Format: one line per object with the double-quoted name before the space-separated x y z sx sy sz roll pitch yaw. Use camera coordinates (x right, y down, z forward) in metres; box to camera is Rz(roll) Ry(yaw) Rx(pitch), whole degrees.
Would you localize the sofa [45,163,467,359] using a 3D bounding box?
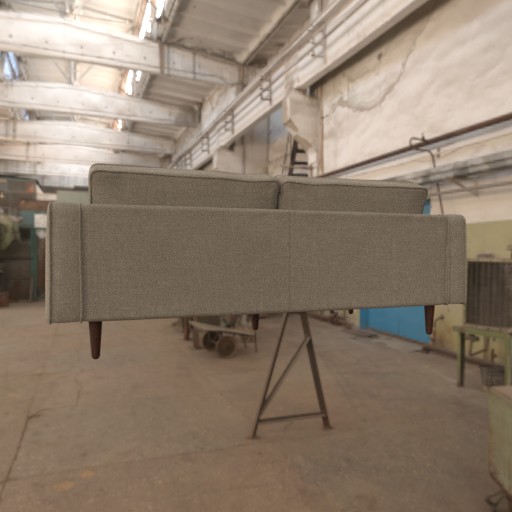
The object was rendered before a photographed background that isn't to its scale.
"sofa" 0.000 0.000 2.265 1.879 0.762 0.914 0 1 -19
